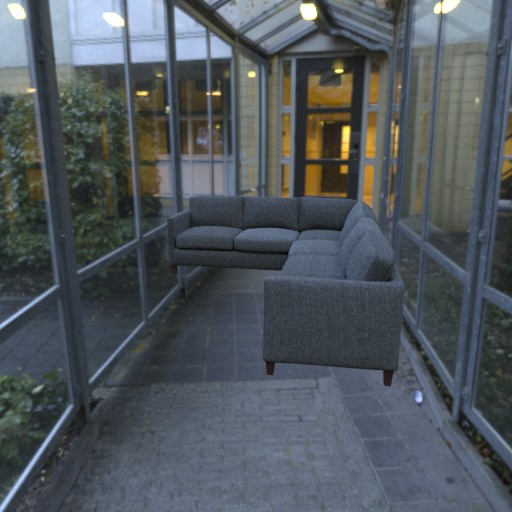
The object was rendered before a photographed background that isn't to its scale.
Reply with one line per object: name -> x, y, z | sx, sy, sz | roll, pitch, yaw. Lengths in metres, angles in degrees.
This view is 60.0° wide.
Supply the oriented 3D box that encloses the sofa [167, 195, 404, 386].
sofa -> 0.000, 0.000, 4.620 | 2.593, 0.947, 3.302 | 3, 14, 10
